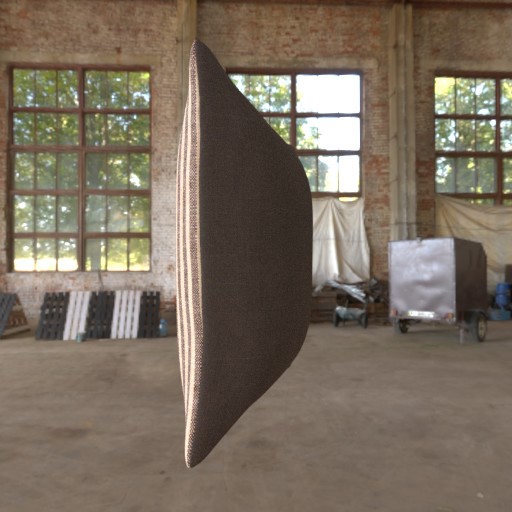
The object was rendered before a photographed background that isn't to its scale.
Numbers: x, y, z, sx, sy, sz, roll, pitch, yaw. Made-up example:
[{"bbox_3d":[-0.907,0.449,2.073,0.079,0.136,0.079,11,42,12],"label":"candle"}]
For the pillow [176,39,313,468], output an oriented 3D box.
[{"bbox_3d":[0.000,0.000,0.768,0.166,0.506,0.523,0,0,17],"label":"pillow"}]
